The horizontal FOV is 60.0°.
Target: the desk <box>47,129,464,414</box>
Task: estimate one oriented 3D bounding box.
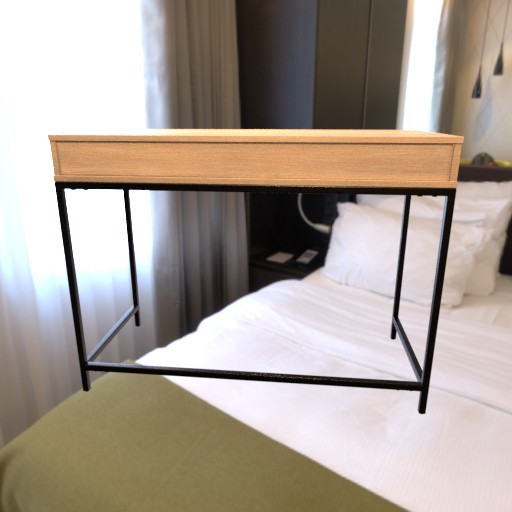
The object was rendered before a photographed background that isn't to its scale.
[{"bbox_3d":[0.000,0.000,1.413,1.016,0.762,0.470,2,18,6],"label":"desk"}]
